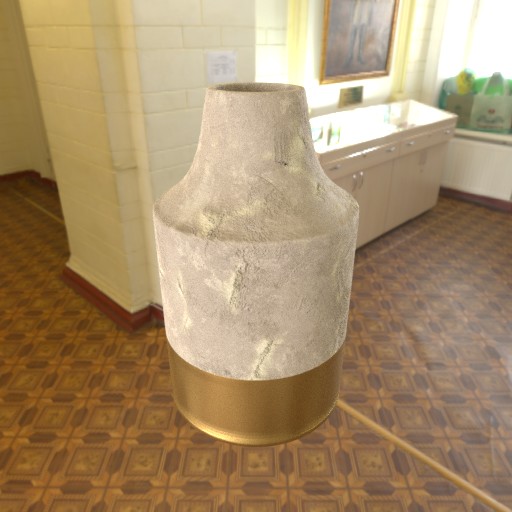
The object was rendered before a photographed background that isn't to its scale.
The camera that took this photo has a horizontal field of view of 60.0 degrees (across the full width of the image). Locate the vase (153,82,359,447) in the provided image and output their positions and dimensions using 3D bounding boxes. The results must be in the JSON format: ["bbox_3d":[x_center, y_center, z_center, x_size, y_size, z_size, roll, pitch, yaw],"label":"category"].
[{"bbox_3d":[0.000,0.000,0.425,0.184,0.305,0.184,0,27,0],"label":"vase"}]
